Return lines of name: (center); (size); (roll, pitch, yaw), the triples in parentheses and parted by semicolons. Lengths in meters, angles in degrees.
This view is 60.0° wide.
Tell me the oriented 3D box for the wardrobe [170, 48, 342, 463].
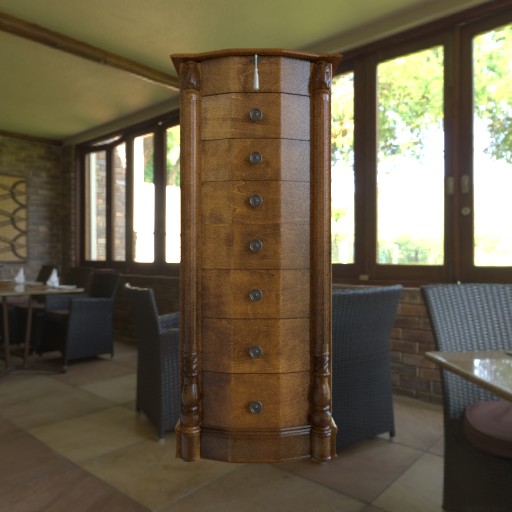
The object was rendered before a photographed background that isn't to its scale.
wardrobe: (0.000, 0.000, 1.142); (0.406, 0.959, 0.273); (0, 0, 0)
